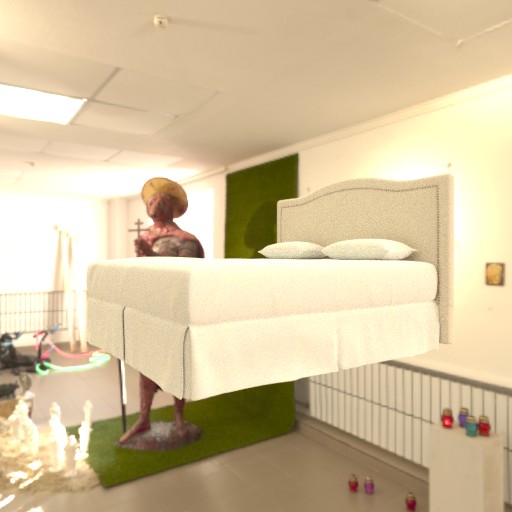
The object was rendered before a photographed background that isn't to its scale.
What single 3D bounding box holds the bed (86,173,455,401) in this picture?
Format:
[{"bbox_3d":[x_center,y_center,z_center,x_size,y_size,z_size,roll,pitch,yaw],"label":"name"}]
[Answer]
[{"bbox_3d":[0.000,0.000,3.525,2.182,1.421,2.083,0,0,-35],"label":"bed"}]
